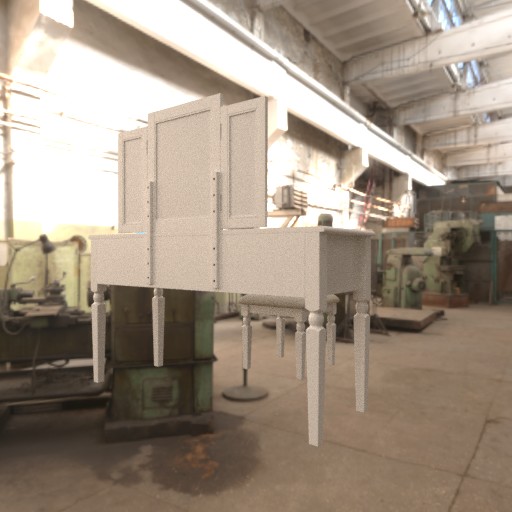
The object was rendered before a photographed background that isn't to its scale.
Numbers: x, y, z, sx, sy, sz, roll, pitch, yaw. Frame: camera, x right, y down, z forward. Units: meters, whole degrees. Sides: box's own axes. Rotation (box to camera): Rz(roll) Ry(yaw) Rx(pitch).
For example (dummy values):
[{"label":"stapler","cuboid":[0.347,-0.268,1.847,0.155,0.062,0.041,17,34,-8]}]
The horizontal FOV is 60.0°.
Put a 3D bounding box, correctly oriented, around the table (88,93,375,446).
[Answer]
[{"label":"table","cuboid":[0.000,0.000,2.344,1.369,1.310,1.115,0,0,36]}]
